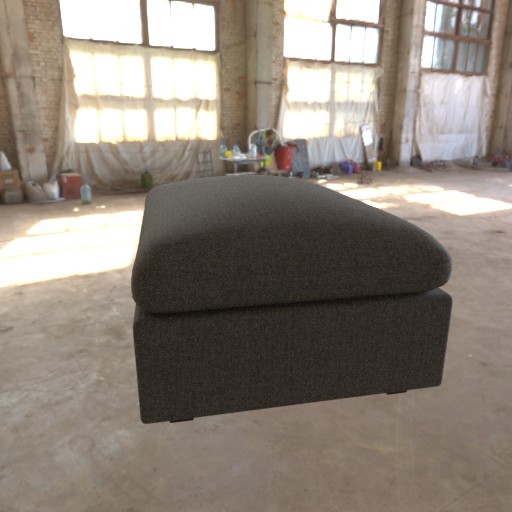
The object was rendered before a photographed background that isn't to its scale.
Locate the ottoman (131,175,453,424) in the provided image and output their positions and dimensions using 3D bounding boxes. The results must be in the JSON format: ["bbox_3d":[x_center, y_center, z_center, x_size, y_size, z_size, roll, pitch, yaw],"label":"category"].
[{"bbox_3d":[0.000,0.000,1.427,0.711,0.483,1.041,-3,17,-11],"label":"ottoman"}]
